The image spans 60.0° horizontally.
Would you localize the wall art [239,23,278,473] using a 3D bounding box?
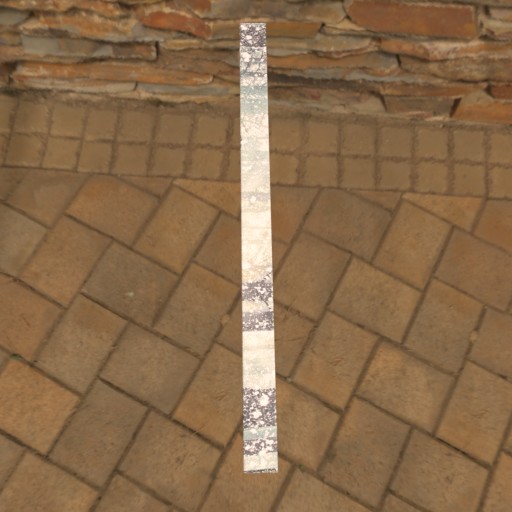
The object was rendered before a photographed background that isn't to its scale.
[{"bbox_3d":[0.000,0.000,0.776,0.042,0.398,0.618,-1,75,0],"label":"wall art"}]
